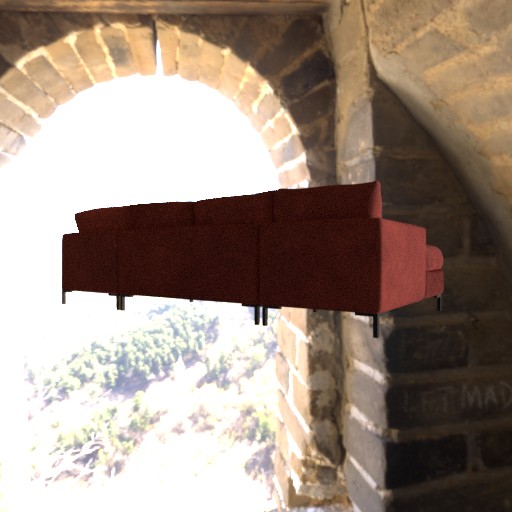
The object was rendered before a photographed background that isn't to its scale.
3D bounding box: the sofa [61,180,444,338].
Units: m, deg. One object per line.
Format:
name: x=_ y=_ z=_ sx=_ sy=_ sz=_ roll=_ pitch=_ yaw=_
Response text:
sofa: x=0.000 y=0.000 z=3.913 sx=2.971 sy=0.858 sz=1.981 roll=0 pitch=0 yaw=35
